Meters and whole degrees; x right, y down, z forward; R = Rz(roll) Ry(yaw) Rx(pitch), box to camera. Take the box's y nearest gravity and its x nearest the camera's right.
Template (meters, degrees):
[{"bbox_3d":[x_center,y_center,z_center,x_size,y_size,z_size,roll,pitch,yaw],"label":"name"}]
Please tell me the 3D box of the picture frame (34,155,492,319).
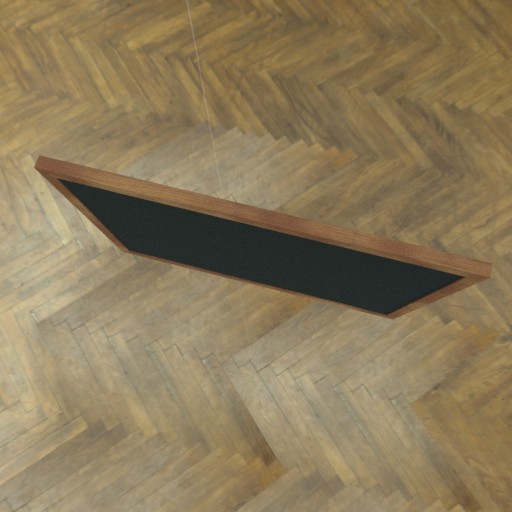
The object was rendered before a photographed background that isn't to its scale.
[{"bbox_3d":[0.000,0.000,1.206,0.950,0.640,0.029,14,75,4],"label":"picture frame"}]
